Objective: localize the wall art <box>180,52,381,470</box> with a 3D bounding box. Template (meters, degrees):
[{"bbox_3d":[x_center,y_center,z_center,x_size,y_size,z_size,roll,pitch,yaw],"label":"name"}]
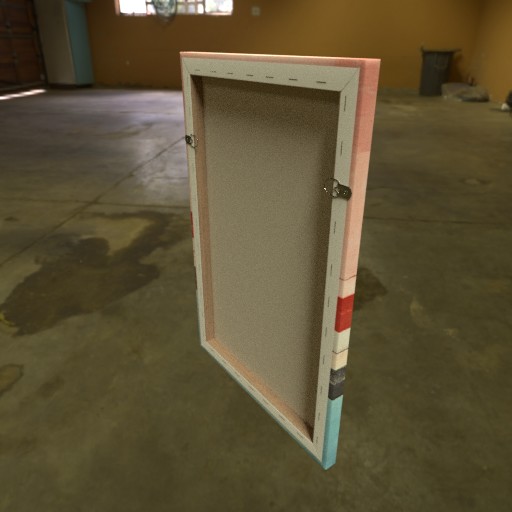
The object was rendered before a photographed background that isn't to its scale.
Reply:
[{"bbox_3d":[0.000,0.000,1.106,0.038,0.914,0.610,-18,31,-32],"label":"wall art"}]
